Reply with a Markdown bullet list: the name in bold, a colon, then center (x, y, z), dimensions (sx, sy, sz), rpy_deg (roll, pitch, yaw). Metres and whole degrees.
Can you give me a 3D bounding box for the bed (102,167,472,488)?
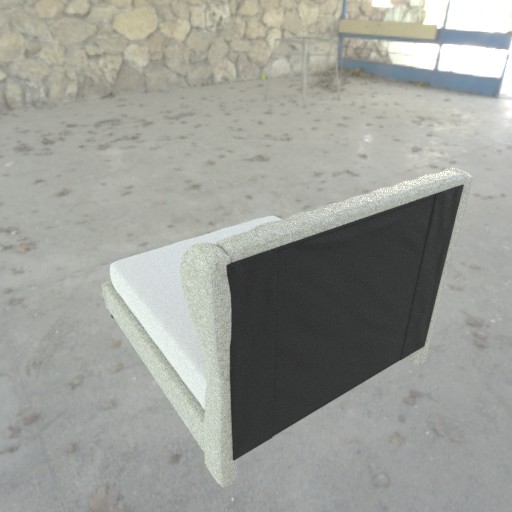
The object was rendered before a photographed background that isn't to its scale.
- **bed**: center (0.000, 0.000, 3.861), dimensions (2.219, 1.771, 2.347), rpy_deg (-19, 35, -30)
